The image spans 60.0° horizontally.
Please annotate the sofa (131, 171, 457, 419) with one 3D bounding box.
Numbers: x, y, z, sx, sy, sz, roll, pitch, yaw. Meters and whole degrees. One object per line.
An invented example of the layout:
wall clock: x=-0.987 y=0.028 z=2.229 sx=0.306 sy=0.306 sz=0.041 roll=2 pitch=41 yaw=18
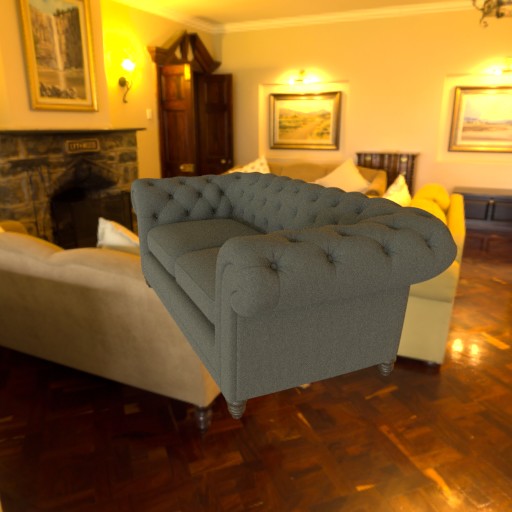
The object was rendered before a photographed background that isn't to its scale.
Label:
sofa: x=0.000 y=0.000 z=2.442 sx=0.986 sy=0.764 sz=1.998 roll=-8 pitch=18 yaw=-24
